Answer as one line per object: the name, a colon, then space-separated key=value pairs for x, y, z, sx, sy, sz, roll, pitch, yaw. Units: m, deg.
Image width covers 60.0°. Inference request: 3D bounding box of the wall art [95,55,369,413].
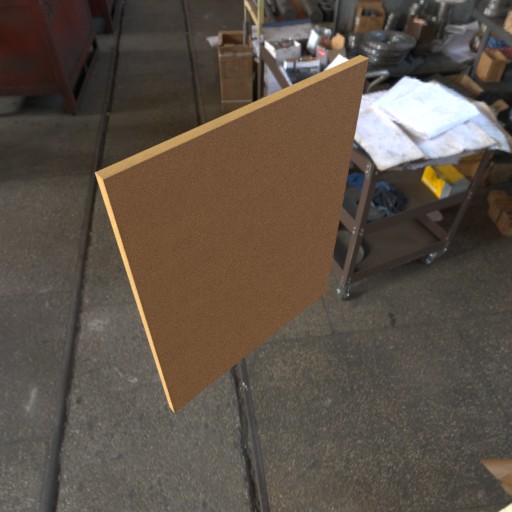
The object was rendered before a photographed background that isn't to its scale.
wall art: x=0.000 y=0.000 z=1.379 sx=0.798 sy=1.002 sz=0.030 roll=-34 pitch=55 yaw=-28
